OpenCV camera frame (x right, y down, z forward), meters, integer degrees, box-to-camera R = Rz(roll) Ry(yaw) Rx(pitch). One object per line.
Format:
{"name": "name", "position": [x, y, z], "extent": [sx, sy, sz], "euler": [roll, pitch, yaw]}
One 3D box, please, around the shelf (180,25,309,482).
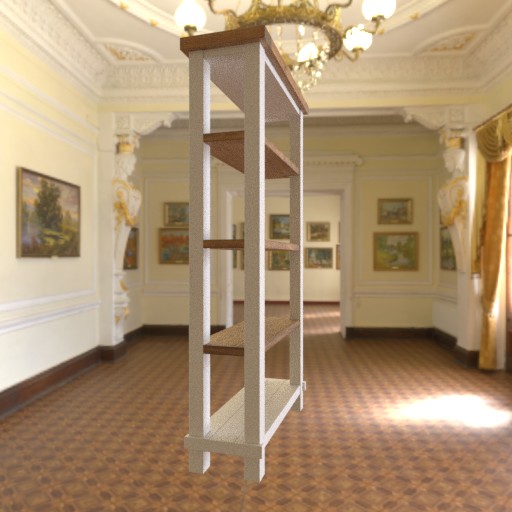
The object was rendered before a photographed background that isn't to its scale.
{"name": "shelf", "position": [0.000, 0.000, 2.341], "extent": [0.381, 1.878, 1.022], "euler": [0, 0, 17]}
